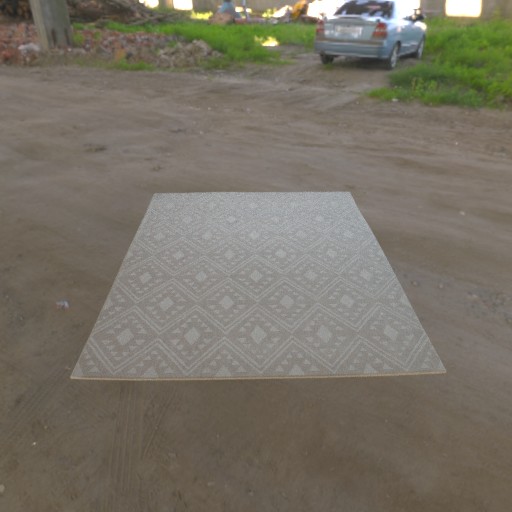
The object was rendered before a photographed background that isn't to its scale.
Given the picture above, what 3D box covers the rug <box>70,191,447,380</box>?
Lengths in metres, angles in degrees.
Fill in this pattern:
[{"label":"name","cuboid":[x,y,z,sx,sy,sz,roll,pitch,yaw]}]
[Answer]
[{"label":"rug","cuboid":[0.000,0.000,4.096,2.399,0.054,3.011,-1,31,-1]}]
